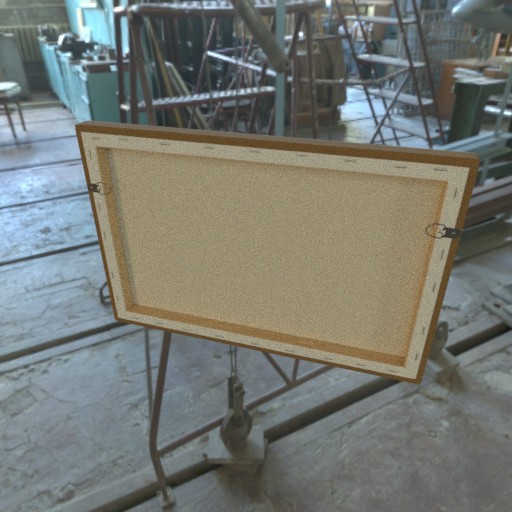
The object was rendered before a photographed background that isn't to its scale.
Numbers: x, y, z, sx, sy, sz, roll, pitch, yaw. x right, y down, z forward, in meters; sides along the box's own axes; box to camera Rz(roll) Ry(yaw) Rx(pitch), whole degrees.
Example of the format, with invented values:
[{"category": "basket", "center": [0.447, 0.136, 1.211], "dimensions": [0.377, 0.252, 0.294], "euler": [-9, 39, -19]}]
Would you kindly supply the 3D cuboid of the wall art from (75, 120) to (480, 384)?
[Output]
[{"category": "wall art", "center": [0.000, 0.000, 0.472], "dimensions": [0.380, 0.254, 0.019], "euler": [9, 32, 14]}]
